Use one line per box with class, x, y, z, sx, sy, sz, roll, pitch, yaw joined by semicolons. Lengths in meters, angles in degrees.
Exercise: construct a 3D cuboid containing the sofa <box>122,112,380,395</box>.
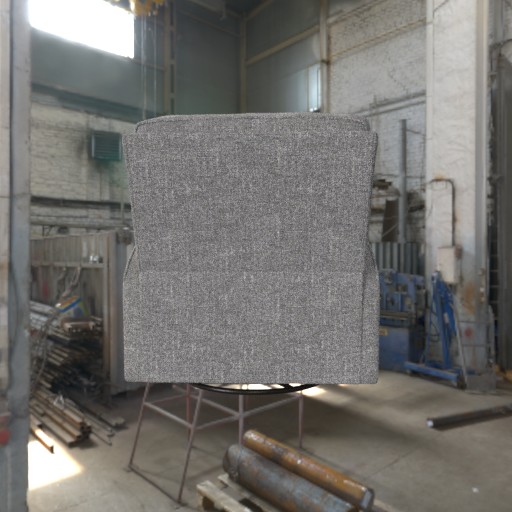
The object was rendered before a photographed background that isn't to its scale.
sofa;0.000;0.000;2.015;0.861;0.959;1.472;0;0;2
